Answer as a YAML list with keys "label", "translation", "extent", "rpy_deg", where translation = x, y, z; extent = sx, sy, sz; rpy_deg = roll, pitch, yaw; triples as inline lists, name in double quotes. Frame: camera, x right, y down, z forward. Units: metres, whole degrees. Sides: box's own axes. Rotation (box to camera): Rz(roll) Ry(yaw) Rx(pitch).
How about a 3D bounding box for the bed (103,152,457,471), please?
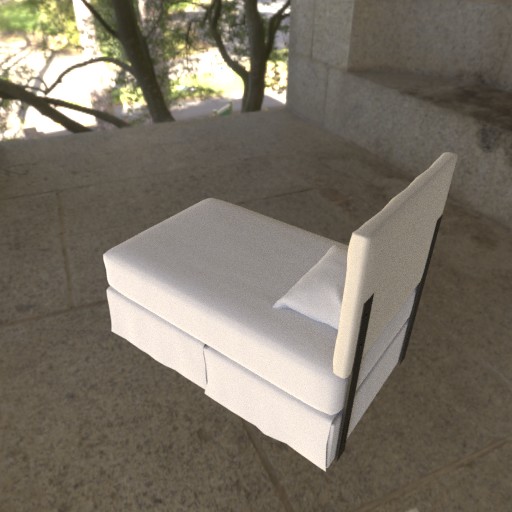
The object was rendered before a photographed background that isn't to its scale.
- label: "bed"
  translation: [0.000, 0.000, 3.011]
  extent: [1.997, 1.571, 1.261]
  rpy_deg: [23, 40, 30]
